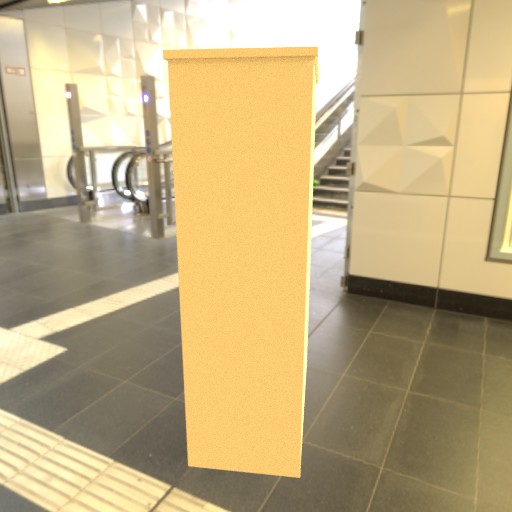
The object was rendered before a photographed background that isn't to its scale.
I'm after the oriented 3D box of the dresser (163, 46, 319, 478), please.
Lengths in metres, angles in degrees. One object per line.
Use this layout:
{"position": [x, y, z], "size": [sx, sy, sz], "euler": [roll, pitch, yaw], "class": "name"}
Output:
{"position": [0.000, 0.000, 1.588], "size": [0.399, 1.255, 0.704], "euler": [2, 16, 8], "class": "dresser"}
